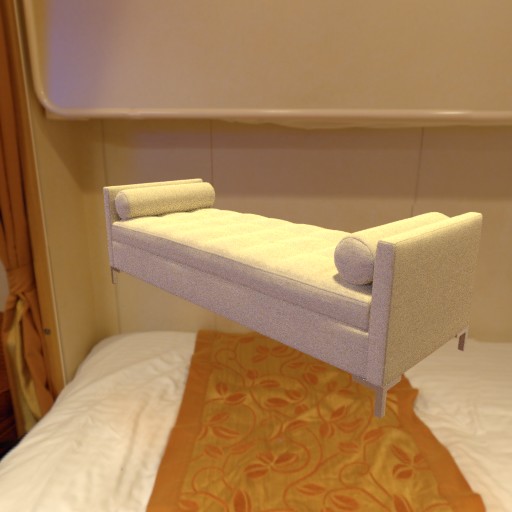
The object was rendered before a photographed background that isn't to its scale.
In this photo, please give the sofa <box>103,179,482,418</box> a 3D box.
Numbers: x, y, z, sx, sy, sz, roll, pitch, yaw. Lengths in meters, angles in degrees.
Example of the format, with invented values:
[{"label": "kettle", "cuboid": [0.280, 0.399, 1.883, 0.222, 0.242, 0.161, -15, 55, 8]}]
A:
[{"label": "sofa", "cuboid": [0.000, 0.000, 2.484, 0.797, 0.655, 2.102, -15, 21, -42]}]
